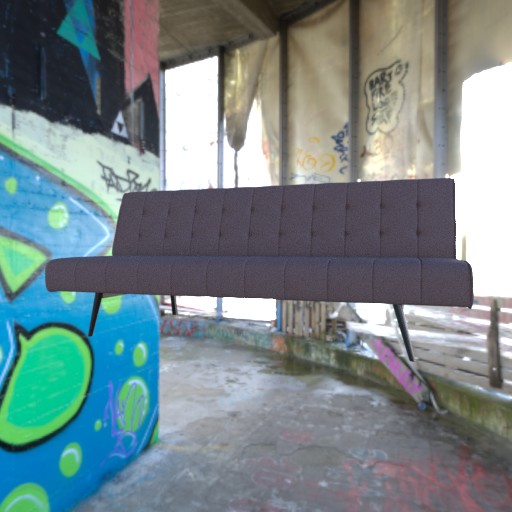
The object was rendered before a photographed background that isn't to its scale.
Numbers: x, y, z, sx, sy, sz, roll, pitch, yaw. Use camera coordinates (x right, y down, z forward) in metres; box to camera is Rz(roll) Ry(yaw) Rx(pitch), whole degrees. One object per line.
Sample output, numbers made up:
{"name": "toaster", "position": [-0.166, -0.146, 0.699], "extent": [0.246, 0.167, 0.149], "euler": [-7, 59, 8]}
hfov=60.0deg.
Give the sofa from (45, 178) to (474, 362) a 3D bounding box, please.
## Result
{"name": "sofa", "position": [0.000, 0.000, 2.022], "extent": [1.703, 0.699, 0.747], "euler": [0, 1, 19]}
